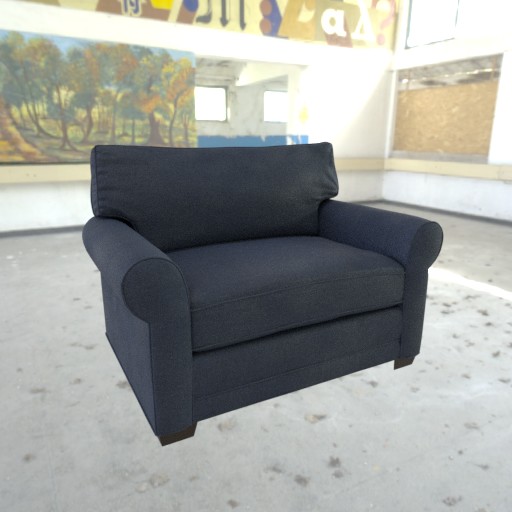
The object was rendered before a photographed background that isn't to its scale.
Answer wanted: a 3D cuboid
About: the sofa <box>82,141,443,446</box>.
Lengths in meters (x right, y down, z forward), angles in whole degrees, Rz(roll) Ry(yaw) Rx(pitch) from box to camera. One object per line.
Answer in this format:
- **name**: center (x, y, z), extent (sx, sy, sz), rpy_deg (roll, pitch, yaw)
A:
- **sofa**: center (0.000, 0.000, 2.036), extent (1.405, 1.004, 0.938), rpy_deg (-8, 17, -27)
